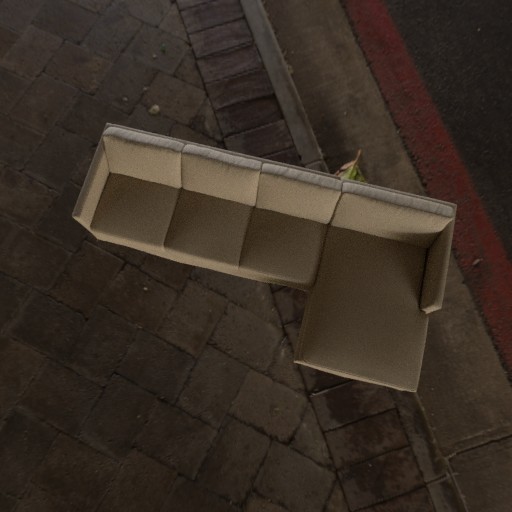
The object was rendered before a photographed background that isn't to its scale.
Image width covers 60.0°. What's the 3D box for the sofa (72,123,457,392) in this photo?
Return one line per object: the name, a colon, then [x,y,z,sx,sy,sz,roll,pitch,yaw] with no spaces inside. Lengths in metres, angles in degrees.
sofa: [0.000,0.000,3.927,3.206,0.871,1.622,14,76,4]
